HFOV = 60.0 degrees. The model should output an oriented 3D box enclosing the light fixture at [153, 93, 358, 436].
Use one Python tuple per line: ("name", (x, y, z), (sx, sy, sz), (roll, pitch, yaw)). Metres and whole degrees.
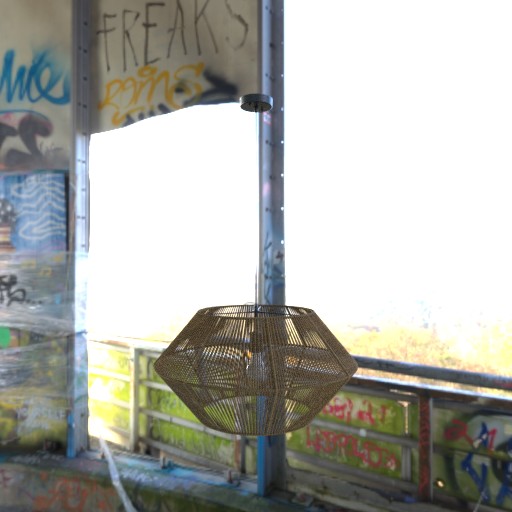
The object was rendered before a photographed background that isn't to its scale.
("light fixture", (0.000, 0.000, 1.425), (0.643, 1.009, 0.643), (0, -1, 0))
